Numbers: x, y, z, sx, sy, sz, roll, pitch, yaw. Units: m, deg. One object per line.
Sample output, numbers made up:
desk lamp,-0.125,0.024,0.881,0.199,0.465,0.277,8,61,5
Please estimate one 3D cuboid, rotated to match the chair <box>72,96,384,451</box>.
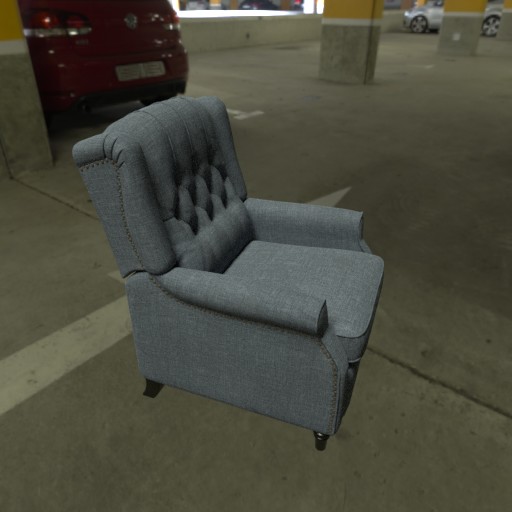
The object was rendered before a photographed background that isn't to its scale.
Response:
chair,0.000,0.000,1.617,0.898,1.035,0.742,11,32,18
